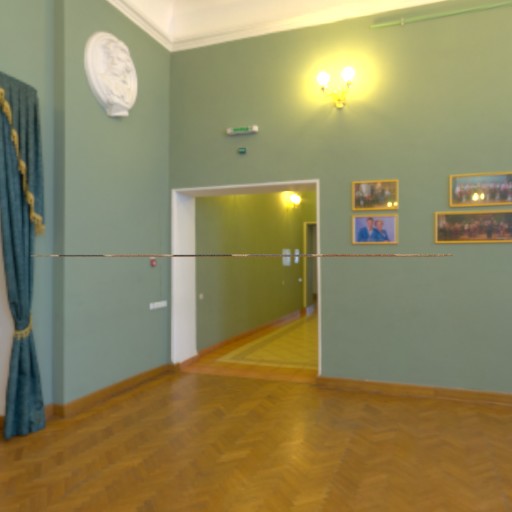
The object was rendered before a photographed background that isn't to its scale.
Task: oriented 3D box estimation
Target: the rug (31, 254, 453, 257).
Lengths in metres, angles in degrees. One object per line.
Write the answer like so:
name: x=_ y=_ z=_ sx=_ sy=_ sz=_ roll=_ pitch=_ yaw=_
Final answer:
rug: x=0.000 y=0.000 z=2.363 sx=1.828 sy=0.006 sz=1.216 roll=0 pitch=0 yaw=19
